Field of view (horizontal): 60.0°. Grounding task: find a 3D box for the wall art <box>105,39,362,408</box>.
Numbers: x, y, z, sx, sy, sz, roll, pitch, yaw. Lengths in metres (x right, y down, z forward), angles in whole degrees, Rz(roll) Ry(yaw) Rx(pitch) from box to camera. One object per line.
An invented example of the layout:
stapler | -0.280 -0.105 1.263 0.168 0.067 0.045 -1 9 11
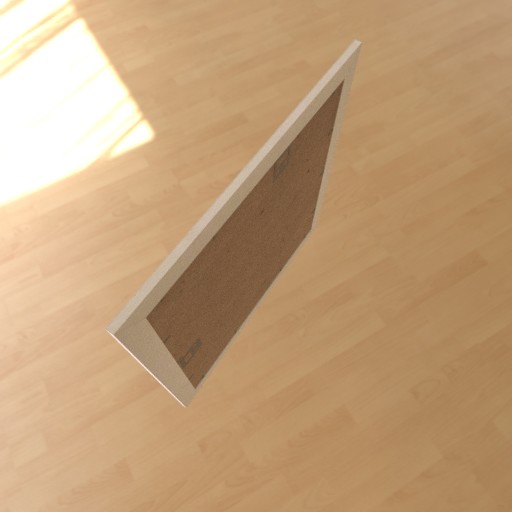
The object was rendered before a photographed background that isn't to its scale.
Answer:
wall art | 0.000 0.000 0.869 0.013 0.584 0.584 31 68 15
